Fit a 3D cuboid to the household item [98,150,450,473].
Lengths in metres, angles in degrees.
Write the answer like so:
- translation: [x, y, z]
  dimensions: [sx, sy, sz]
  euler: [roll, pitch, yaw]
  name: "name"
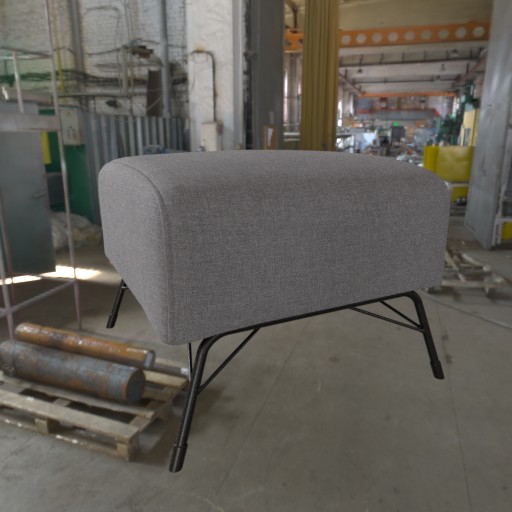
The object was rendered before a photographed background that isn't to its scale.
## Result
- translation: [0.000, 0.000, 0.883]
  dimensions: [0.530, 0.410, 0.530]
  euler: [-8, 18, -26]
  name: "household item"
